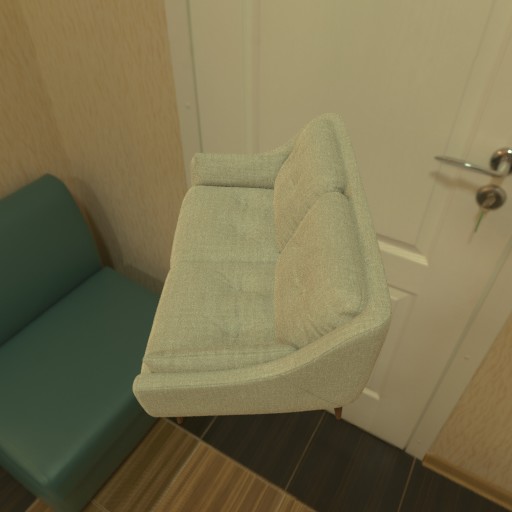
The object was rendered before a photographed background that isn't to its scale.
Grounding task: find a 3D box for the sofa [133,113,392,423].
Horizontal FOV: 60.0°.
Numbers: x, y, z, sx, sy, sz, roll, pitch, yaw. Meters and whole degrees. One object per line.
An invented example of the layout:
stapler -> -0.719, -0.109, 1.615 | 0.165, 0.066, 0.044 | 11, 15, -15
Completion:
sofa -> 0.000, 0.000, 2.267 | 0.965, 0.888, 1.652 | 1, 43, 1
